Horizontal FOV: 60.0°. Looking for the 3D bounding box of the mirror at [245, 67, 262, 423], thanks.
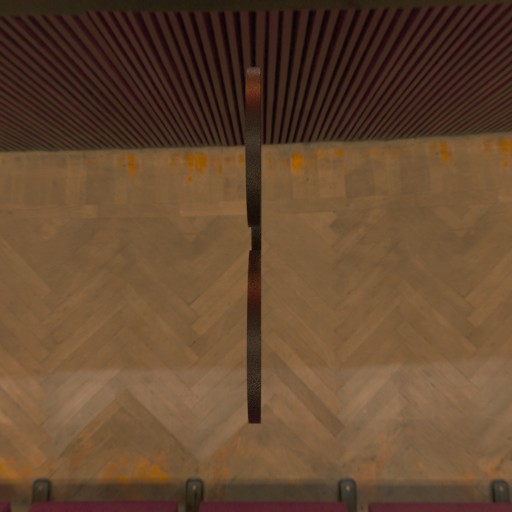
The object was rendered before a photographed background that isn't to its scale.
[{"bbox_3d":[0.000,0.000,3.223,0.076,2.096,2.160,0,89,1],"label":"mirror"}]
